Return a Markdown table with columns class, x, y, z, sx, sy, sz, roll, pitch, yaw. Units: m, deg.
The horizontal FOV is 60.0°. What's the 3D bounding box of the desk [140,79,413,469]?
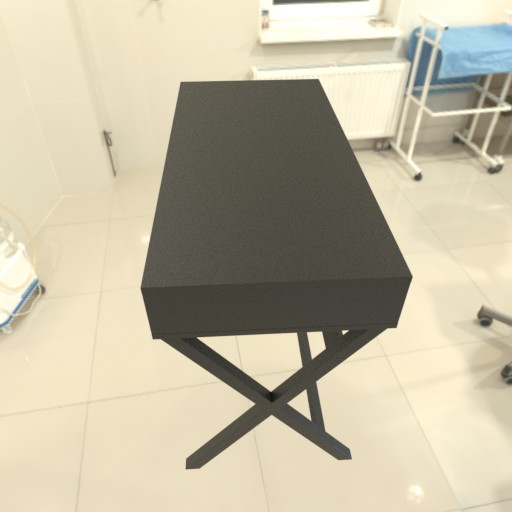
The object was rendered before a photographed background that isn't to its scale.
| class | x | y | z | sx | sy | sz | roll | pitch | yaw |
| --- | --- | --- | --- | --- | --- | --- | --- | --- | --- |
| desk | 0.000 | 0.000 | 1.470 | 0.525 | 0.780 | 1.057 | -2 | 41 | -3 |
